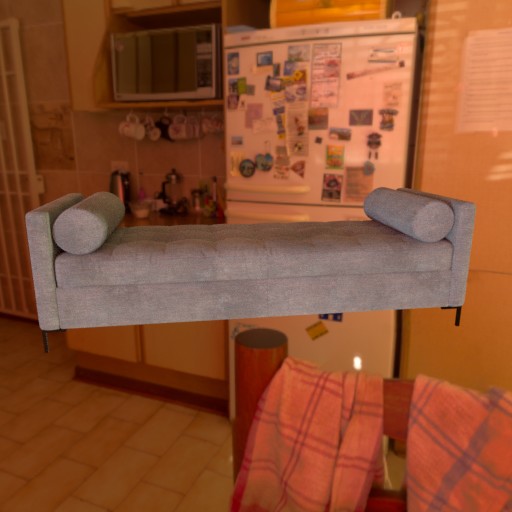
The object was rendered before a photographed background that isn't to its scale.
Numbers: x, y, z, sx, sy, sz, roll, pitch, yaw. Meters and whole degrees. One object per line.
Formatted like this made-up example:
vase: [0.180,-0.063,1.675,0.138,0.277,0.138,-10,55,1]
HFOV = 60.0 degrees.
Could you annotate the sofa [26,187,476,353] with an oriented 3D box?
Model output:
sofa: [0.000,0.000,2.314,1.981,0.635,0.686,-2,15,-8]
